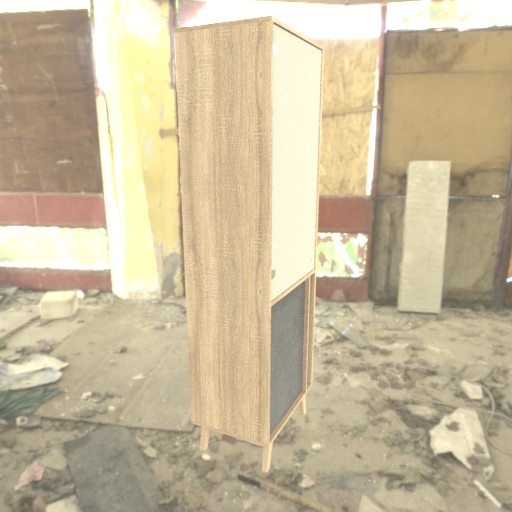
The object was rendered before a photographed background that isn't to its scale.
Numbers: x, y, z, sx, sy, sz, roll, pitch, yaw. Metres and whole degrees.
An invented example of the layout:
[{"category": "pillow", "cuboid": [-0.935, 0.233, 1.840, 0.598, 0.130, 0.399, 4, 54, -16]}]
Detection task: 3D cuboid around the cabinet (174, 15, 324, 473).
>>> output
[{"category": "cabinet", "cuboid": [0.000, 0.000, 2.054, 0.400, 1.850, 0.570, 7, 16, 25]}]
